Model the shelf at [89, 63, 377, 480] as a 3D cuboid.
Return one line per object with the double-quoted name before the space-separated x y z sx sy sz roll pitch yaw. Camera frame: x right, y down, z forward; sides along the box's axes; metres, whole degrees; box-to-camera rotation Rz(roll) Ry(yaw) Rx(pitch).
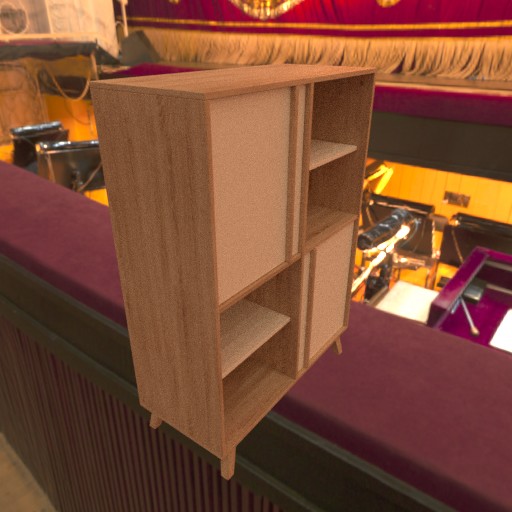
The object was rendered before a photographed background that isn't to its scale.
"shelf" 0.000 0.000 1.820 0.450 1.390 1.000 19 32 32
